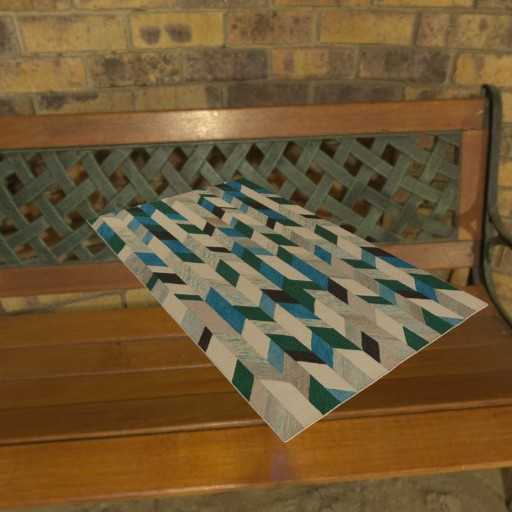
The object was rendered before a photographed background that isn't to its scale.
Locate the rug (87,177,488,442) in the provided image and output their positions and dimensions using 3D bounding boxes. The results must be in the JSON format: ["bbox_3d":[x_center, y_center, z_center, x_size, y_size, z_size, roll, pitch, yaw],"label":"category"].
[{"bbox_3d":[0.000,0.000,2.980,1.507,0.007,2.433,-21,37,-30],"label":"rug"}]
